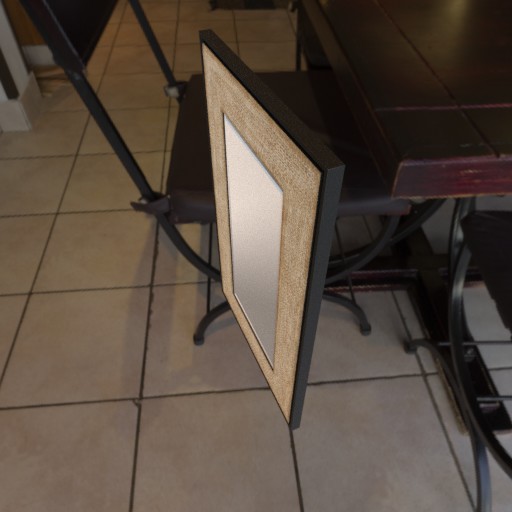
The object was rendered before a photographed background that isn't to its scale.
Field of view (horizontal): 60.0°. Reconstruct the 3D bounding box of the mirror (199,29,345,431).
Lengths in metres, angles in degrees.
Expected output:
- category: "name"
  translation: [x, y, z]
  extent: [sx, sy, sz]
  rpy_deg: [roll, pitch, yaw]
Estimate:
- category: "mirror"
  translation: [0.000, 0.000, 1.519]
  extent: [0.038, 1.219, 0.762]
  rpy_deg: [-18, 49, -16]
